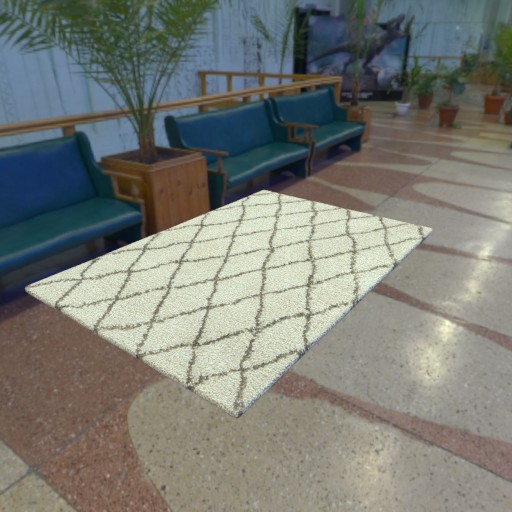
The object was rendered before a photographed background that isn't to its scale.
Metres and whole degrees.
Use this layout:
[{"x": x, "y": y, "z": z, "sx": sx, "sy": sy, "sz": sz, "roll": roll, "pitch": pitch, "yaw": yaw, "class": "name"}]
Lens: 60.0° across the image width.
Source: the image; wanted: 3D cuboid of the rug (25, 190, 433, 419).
[{"x": 0.000, "y": 0.000, "z": 2.257, "sx": 1.219, "sy": 0.030, "sz": 1.778, "roll": 18, "pitch": 31, "yaw": 33, "class": "rug"}]
